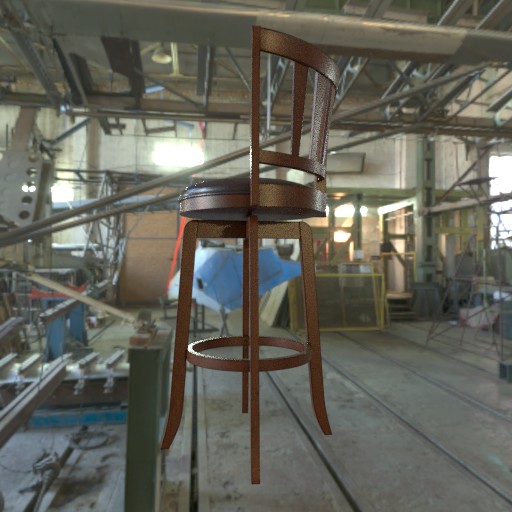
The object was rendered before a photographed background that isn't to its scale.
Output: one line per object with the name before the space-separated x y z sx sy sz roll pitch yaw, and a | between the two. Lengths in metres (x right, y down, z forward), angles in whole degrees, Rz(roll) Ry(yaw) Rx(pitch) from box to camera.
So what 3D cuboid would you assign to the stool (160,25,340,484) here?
stool | 0.000 0.000 1.402 0.503 1.177 0.464 0 -1 37
